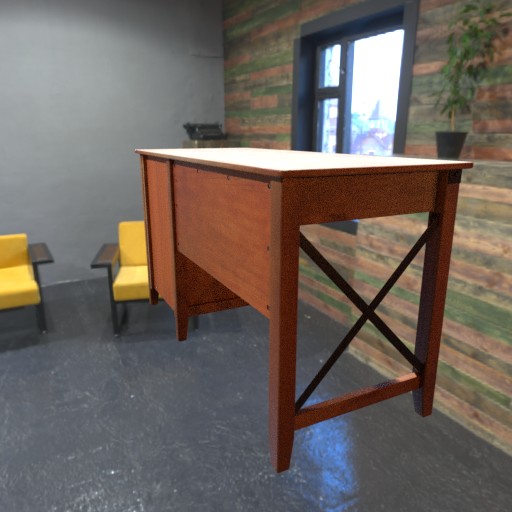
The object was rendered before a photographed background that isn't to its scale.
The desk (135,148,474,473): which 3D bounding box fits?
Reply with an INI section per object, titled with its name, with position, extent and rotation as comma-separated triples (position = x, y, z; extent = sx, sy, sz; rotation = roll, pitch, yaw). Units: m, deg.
[desk]
position = 0.000, 0.000, 1.684
extent = 0.574, 0.756, 1.353
rotation = -8, 17, -26
